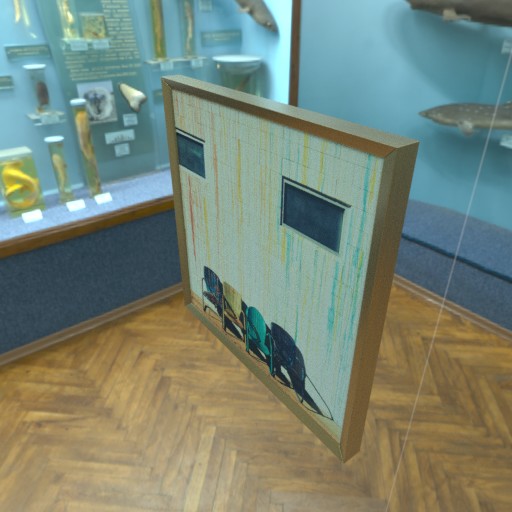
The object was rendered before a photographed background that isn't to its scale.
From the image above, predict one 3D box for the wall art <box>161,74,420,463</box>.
[{"bbox_3d":[0.000,0.000,0.745,0.037,0.505,0.505,-21,37,-31],"label":"wall art"}]
